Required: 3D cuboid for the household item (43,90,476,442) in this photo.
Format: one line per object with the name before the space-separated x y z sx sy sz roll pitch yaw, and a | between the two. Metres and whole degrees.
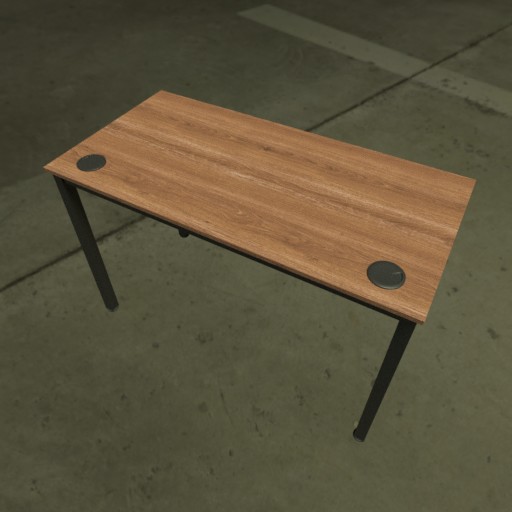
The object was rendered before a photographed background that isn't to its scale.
household item | 0.000 0.000 1.638 1.200 0.750 0.600 22 50 20
